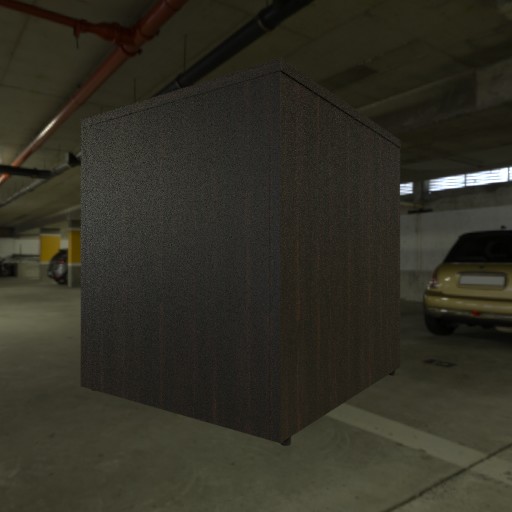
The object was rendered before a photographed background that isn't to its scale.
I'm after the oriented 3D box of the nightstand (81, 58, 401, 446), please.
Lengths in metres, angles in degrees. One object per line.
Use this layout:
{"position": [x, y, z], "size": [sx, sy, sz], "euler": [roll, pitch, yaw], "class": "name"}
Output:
{"position": [0.000, 0.000, 0.820], "size": [0.400, 0.460, 0.461], "euler": [0, 0, 35], "class": "nightstand"}
